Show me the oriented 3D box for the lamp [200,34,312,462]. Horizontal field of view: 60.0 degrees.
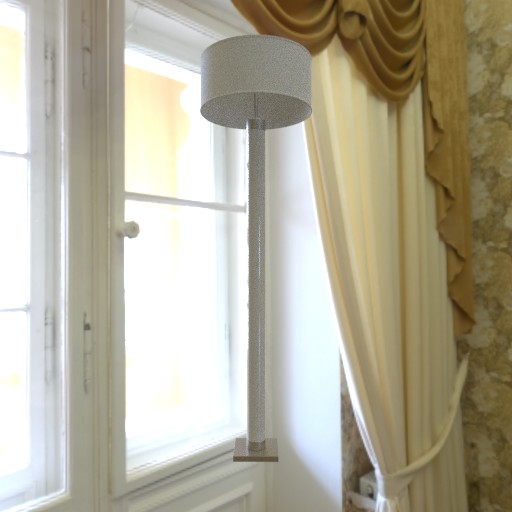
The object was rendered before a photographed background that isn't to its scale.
[{"bbox_3d":[0.000,0.000,1.665,0.420,1.475,0.420,0,0,1],"label":"lamp"}]
